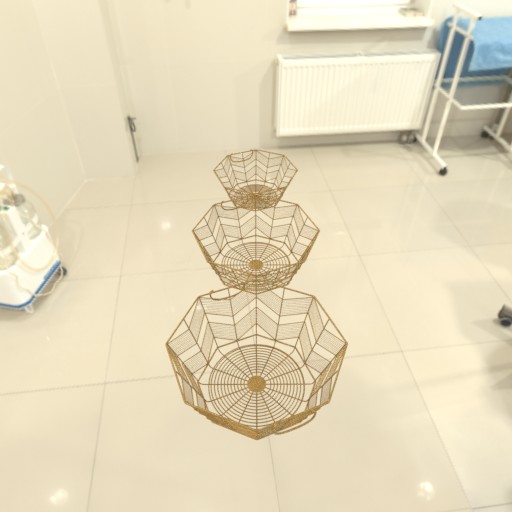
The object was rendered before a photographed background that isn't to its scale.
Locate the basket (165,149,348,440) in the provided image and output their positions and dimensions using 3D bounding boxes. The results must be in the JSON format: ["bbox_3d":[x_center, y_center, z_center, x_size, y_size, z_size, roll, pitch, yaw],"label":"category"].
[{"bbox_3d":[0.000,0.000,1.409,0.432,0.178,1.245,0,42,0],"label":"basket"}]
